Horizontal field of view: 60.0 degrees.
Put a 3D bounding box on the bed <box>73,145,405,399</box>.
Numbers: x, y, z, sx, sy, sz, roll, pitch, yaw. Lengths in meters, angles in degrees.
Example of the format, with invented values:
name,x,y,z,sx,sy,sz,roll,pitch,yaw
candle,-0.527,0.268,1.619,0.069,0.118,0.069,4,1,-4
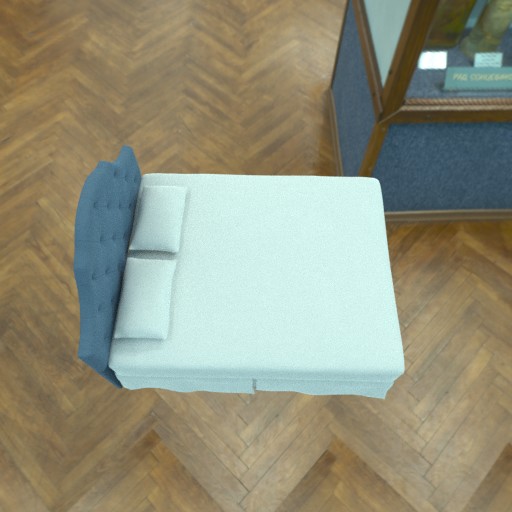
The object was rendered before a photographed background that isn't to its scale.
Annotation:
name,x,y,z,sx,sy,sz,roll,pitch,yaw
bed,0.000,0.000,3.793,2.477,1.617,2.039,1,62,1
